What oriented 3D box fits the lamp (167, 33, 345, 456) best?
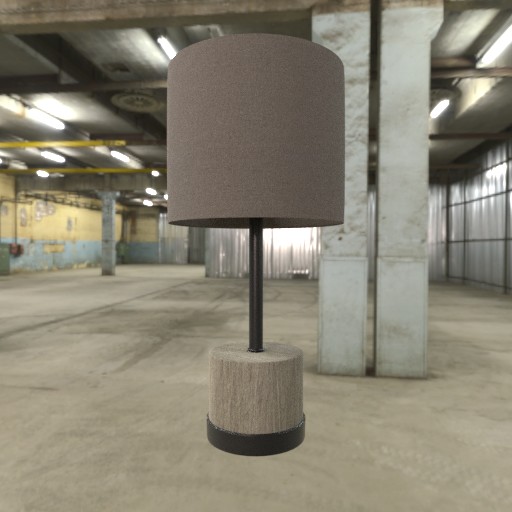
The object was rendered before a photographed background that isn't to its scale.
[{"bbox_3d":[0.000,0.000,0.581,0.229,0.470,0.229,0,1,35],"label":"lamp"}]
